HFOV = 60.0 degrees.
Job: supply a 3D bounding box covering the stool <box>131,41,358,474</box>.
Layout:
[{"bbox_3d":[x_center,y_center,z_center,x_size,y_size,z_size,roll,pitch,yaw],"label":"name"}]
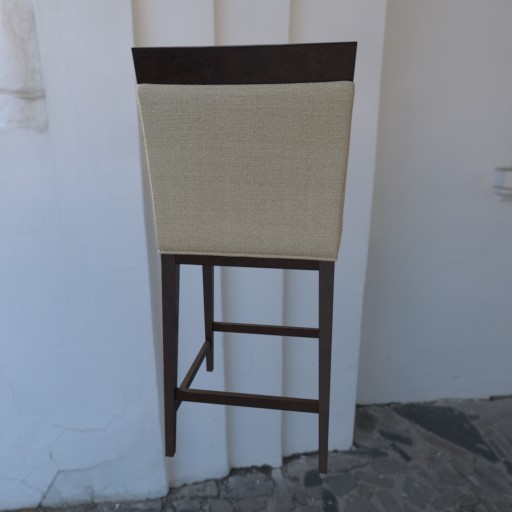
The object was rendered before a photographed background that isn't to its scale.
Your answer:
[{"bbox_3d":[0.000,0.000,1.354,0.511,1.117,0.531,2,17,8],"label":"stool"}]
